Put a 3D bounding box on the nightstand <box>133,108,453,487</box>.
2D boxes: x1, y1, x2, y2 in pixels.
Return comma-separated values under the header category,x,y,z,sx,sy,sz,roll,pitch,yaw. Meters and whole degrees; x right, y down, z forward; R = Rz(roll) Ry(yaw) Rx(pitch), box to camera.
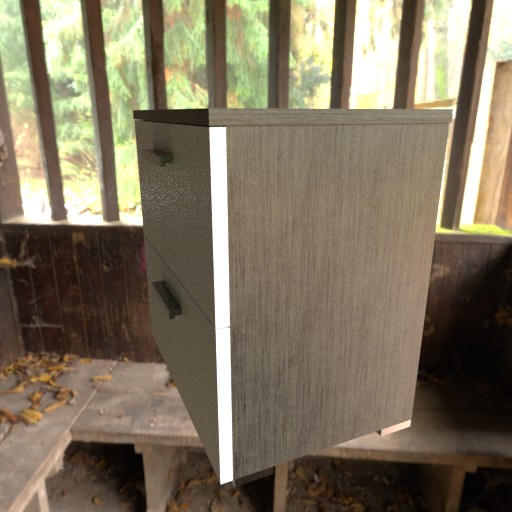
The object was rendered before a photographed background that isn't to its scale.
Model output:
category,x,y,z,sx,sy,sz,roll,pitch,yaw
nightstand,0.000,0.000,0.735,0.325,0.460,0.441,-8,19,-23
